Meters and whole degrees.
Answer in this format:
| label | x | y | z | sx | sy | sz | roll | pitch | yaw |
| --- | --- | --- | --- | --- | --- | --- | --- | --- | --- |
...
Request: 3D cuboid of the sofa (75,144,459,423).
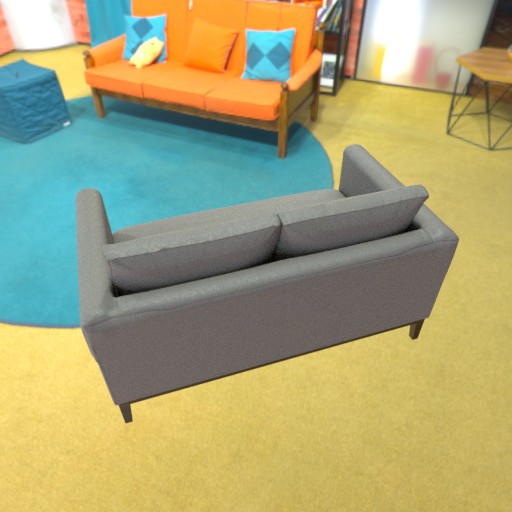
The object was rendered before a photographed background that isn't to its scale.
| label | x | y | z | sx | sy | sz | roll | pitch | yaw |
| --- | --- | --- | --- | --- | --- | --- | --- | --- | --- |
| sofa | 0.000 | 0.000 | 2.200 | 1.598 | 0.873 | 0.899 | -12 | 43 | -14 |
